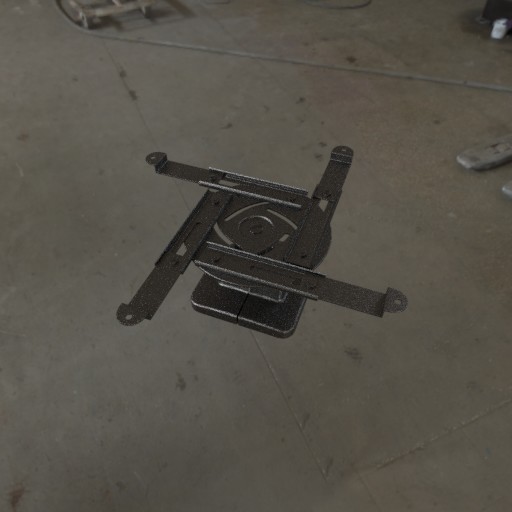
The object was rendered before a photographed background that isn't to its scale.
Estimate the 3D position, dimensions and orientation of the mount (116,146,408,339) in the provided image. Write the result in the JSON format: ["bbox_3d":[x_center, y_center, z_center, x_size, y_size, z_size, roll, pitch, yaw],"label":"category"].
[{"bbox_3d":[0.000,0.000,0.609,0.394,0.141,0.394,16,49,14],"label":"mount"}]
